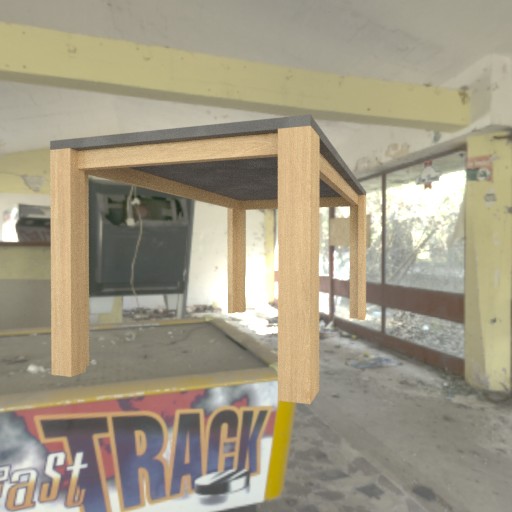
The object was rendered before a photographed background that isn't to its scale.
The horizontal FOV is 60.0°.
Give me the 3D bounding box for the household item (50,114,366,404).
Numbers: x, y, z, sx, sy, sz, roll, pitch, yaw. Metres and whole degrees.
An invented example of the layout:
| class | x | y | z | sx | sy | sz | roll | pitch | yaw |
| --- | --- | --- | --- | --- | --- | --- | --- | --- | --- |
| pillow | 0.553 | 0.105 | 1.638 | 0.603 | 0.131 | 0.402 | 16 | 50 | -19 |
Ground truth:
| class | x | y | z | sx | sy | sz | roll | pitch | yaw |
| --- | --- | --- | --- | --- | --- | --- | --- | --- | --- |
| household item | 0.000 | 0.000 | 2.048 | 0.850 | 0.755 | 1.600 | 0 | 1 | 19 |
